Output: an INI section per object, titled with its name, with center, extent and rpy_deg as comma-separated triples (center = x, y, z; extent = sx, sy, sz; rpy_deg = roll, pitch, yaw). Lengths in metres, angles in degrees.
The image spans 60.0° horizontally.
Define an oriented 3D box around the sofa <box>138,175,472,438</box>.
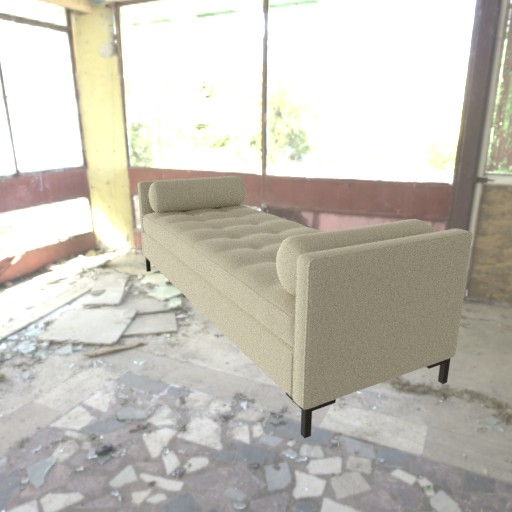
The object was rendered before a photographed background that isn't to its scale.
[sofa]
center = 0.000, 0.000, 2.346
extent = 0.746, 0.641, 1.985
rpy_deg = -9, 19, -27
